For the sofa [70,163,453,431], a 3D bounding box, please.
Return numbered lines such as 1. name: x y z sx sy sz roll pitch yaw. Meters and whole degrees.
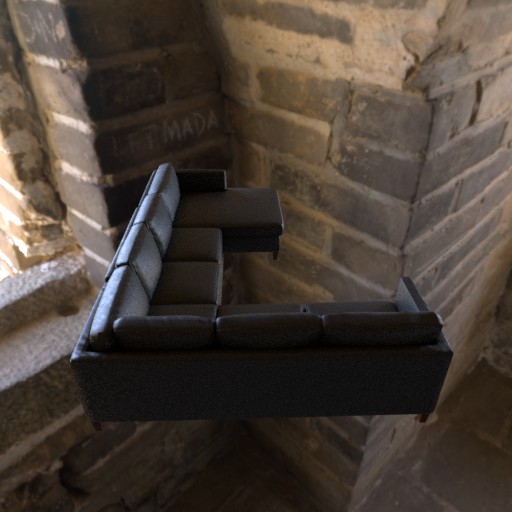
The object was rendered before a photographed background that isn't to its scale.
1. sofa: 0.000 0.000 4.506 2.593 0.923 3.460 -1 32 -2
